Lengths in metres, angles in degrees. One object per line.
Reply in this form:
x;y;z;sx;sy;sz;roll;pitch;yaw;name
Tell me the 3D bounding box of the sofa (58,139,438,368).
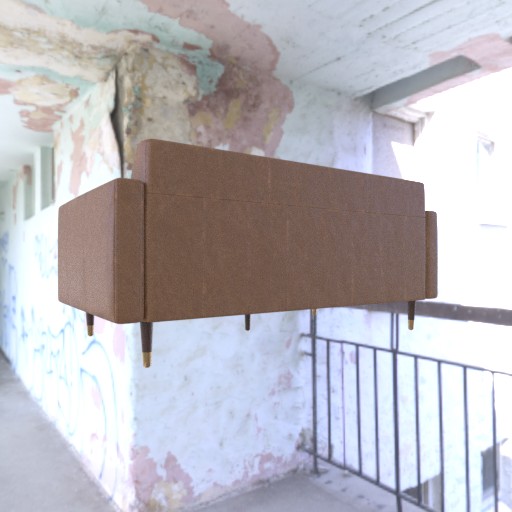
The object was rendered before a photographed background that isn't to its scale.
0.000;0.000;2.382;1.847;0.821;0.993;0;-1;-34;sofa
